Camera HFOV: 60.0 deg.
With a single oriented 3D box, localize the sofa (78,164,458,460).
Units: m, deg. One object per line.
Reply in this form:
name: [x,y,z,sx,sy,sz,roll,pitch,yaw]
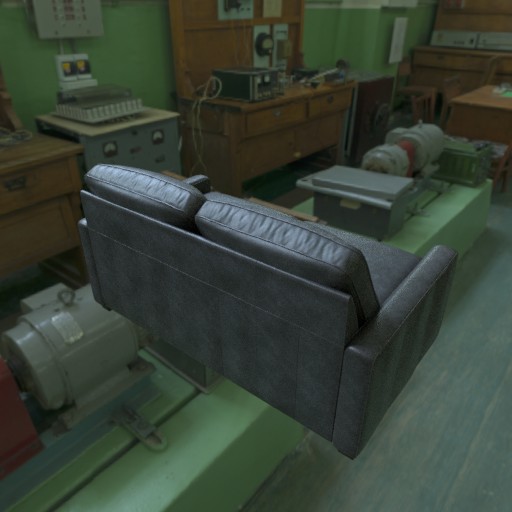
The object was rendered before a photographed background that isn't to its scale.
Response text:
sofa: [0.000,0.000,2.278,1.732,0.916,0.939,21,36,32]
